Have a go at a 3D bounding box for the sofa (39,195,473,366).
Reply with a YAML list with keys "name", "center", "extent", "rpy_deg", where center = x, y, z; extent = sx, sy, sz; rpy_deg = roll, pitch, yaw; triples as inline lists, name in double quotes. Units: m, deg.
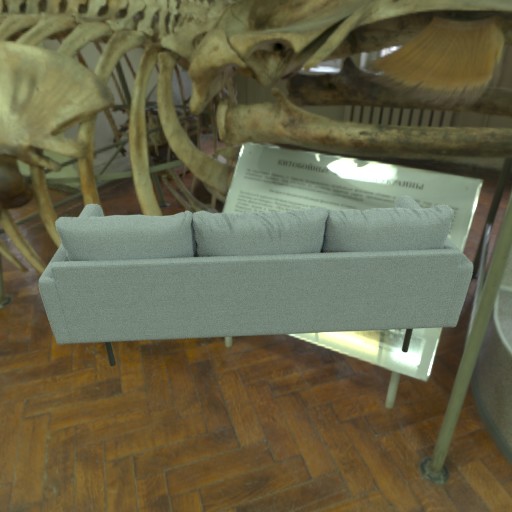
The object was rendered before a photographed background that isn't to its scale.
- name: "sofa"
  center: [0.000, 0.000, 2.449]
  extent: [2.000, 0.830, 0.850]
  rpy_deg: [-2, 31, -3]
